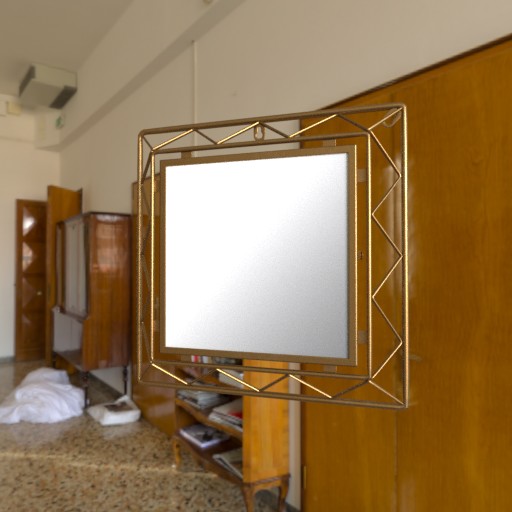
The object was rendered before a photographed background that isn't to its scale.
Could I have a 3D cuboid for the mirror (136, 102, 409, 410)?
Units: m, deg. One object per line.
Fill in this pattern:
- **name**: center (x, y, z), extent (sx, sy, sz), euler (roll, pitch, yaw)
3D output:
- **mirror**: center (0.000, 0.000, 0.639), extent (0.416, 0.414, 0.046), euler (0, -1, 18)
